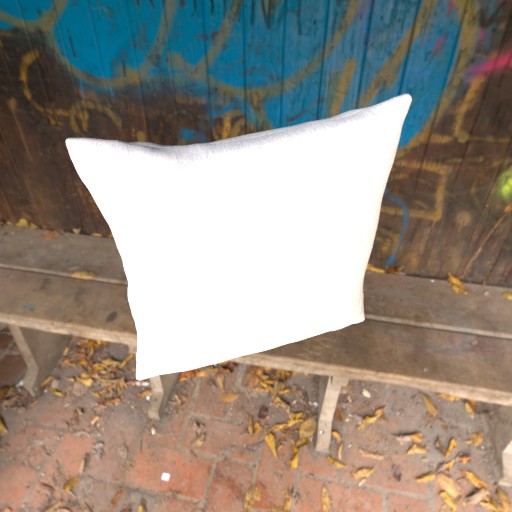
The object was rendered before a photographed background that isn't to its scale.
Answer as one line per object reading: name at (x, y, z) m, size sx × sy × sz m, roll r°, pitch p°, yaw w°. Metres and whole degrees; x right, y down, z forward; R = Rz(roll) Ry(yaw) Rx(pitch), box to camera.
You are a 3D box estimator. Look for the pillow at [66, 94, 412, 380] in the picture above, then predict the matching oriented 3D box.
pillow at (0.000, 0.000, 0.669) m, size 0.433 × 0.436 × 0.173 m, roll -12°, pitch 43°, yaw -13°
